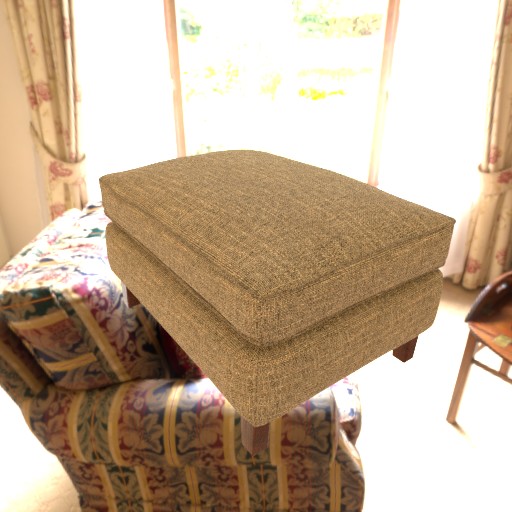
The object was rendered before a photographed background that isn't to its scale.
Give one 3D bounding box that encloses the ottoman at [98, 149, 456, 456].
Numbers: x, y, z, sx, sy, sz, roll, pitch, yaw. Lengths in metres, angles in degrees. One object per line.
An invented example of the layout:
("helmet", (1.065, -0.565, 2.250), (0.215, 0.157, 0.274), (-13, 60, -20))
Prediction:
("ottoman", (0.000, 0.000, 1.007), (0.508, 0.406, 0.686), (-18, 32, -31))
